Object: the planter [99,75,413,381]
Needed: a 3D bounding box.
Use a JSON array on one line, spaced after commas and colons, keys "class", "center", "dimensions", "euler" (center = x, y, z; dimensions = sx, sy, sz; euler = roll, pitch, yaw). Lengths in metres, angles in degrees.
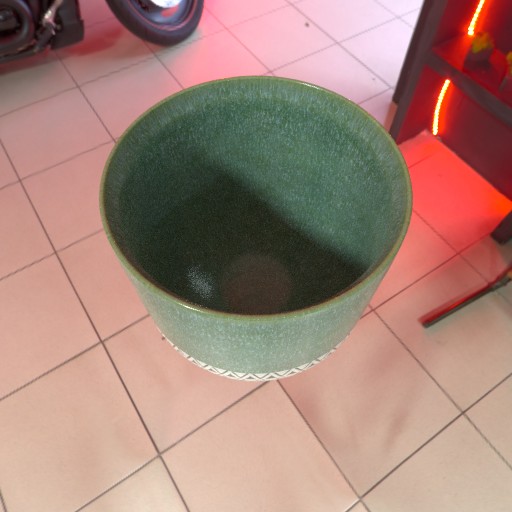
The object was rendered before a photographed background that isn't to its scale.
[{"class": "planter", "center": [0.000, 0.000, 0.495], "dimensions": [0.266, 0.270, 0.266], "euler": [0, 59, 0]}]
